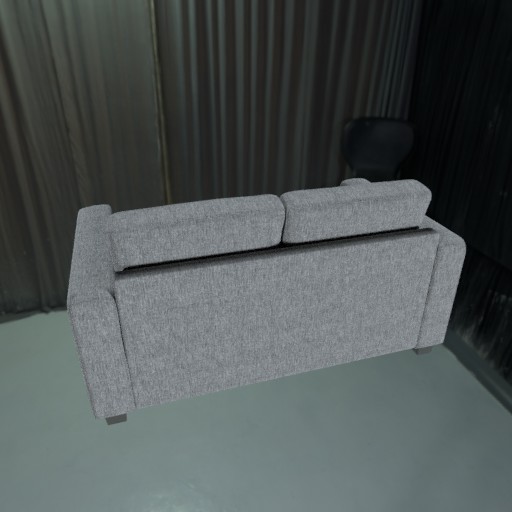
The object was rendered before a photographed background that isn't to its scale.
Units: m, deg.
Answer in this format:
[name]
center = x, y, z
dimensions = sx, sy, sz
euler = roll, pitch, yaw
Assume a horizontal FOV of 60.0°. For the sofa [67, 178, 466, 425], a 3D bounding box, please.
[sofa]
center = 0.000, 0.000, 2.012
dimensions = 1.520, 0.800, 0.900
euler = -8, 29, -15
